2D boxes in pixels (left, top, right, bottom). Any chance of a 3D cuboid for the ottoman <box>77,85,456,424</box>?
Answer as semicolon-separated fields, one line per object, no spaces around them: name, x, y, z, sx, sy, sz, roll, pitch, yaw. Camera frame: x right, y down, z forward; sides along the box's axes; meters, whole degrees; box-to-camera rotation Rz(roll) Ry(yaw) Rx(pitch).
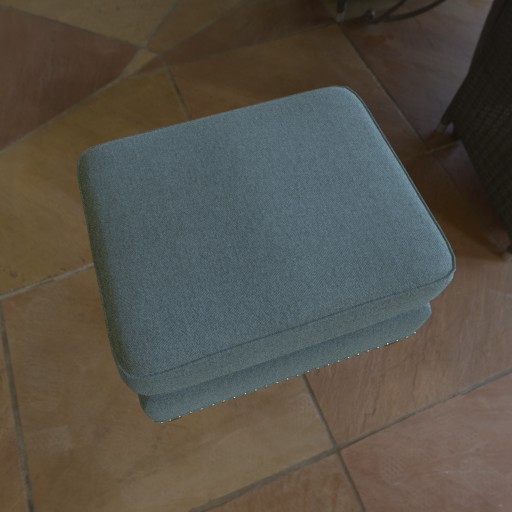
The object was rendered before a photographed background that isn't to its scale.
ottoman;0.000;0.000;1.137;0.738;0.537;0.589;-17;65;-8
